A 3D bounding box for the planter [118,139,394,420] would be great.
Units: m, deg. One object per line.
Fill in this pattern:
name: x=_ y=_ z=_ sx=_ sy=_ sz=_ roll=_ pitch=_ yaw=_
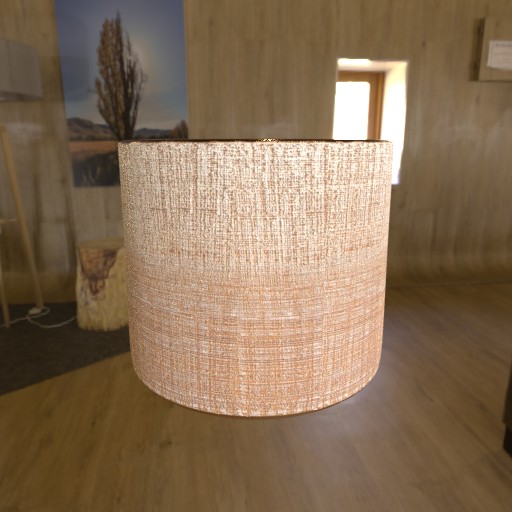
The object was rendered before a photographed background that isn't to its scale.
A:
planter: x=0.000 y=0.000 z=0.310 sx=0.177 sy=0.157 sz=0.177 roll=0 pitch=14 yaw=0
